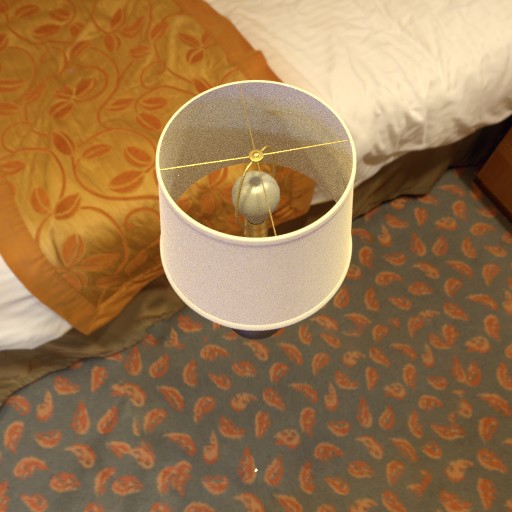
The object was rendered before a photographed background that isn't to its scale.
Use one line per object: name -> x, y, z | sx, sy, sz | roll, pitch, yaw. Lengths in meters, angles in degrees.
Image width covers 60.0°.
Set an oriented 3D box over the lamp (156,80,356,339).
lamp -> 0.000, 0.000, 0.844 | 0.335, 0.611, 0.335 | 0, 64, 0
